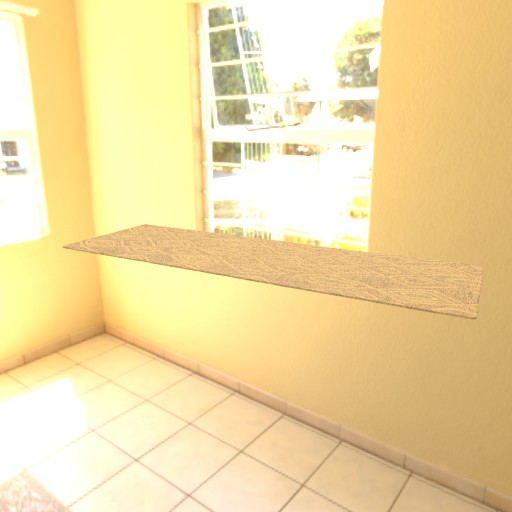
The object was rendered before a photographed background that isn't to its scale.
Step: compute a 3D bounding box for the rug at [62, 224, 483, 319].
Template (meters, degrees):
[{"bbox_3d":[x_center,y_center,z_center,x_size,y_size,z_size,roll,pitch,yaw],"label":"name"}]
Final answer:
[{"bbox_3d":[0.000,0.000,2.659,2.436,0.013,0.807,8,18,27],"label":"rug"}]
